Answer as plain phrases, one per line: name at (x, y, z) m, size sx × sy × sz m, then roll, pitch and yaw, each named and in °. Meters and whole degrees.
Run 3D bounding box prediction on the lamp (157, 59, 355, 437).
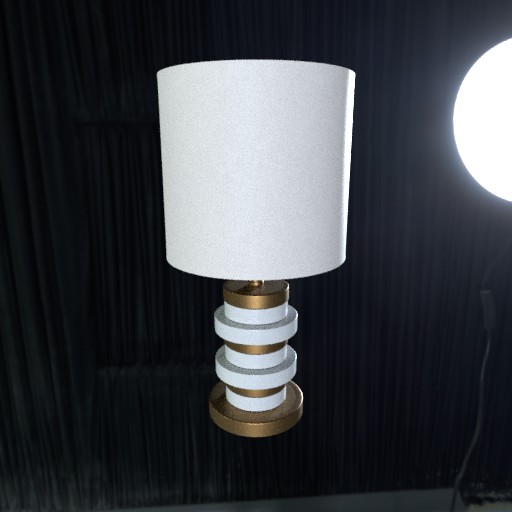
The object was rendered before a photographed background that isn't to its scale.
lamp at (0.000, 0.000, 0.530) m, size 0.210 × 0.410 × 0.210 m, roll -2°, pitch 15°, yaw -9°
